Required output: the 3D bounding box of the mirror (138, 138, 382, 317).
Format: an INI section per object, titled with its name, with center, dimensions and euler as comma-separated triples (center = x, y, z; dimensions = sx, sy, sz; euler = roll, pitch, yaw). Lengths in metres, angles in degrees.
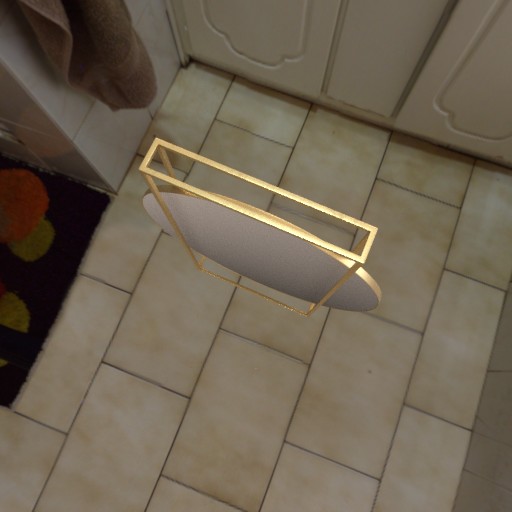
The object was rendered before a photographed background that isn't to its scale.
[mirror]
center = 0.000, 0.000, 0.862
dimensions = 0.508, 0.603, 0.051
euler = 23, 77, 6
